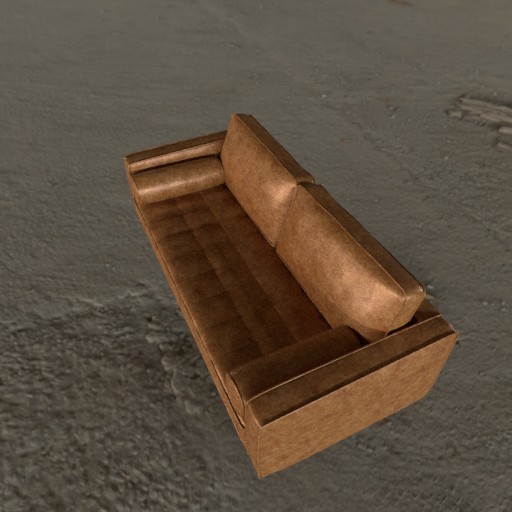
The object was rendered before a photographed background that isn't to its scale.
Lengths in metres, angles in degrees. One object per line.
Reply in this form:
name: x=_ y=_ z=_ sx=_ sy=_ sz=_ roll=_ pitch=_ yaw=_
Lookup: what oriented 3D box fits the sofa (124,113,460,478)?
sofa: x=0.000 y=0.000 z=2.368 sx=0.924 sy=0.825 sz=1.920 roll=-19 pitch=47 yaw=-18
